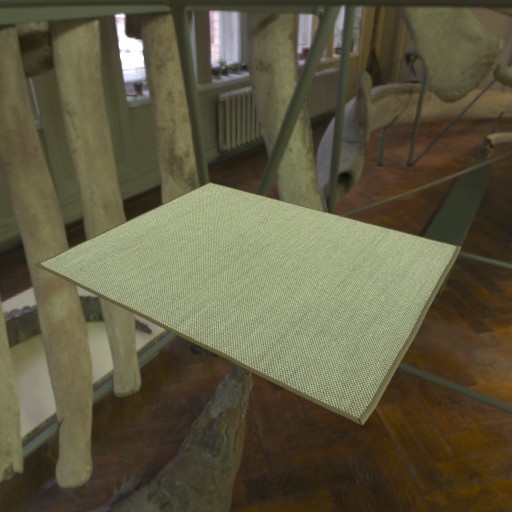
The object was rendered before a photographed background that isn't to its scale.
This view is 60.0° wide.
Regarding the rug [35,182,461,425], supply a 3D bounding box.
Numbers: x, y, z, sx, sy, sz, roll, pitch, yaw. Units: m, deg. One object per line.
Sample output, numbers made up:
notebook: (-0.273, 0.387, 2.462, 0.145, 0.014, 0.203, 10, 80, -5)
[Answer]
rug: (0.000, 0.000, 3.998, 3.041, 0.020, 2.413, 19, 35, 29)
